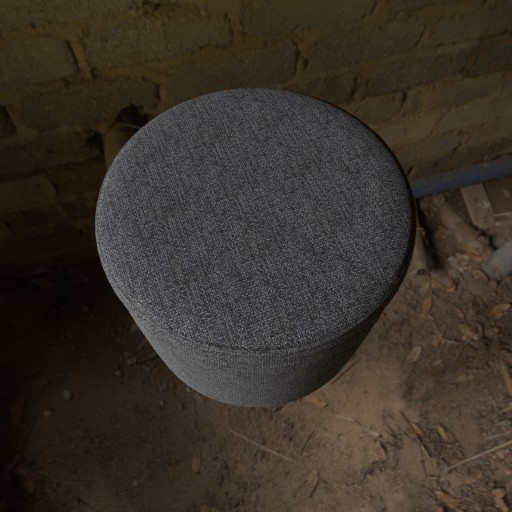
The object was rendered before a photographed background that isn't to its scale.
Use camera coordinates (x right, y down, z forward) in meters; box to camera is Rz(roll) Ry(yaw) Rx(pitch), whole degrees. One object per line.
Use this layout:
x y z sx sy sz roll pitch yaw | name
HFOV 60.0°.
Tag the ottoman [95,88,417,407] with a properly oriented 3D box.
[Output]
0.000 0.000 0.882 0.520 0.430 0.520 0 62 0 | ottoman
